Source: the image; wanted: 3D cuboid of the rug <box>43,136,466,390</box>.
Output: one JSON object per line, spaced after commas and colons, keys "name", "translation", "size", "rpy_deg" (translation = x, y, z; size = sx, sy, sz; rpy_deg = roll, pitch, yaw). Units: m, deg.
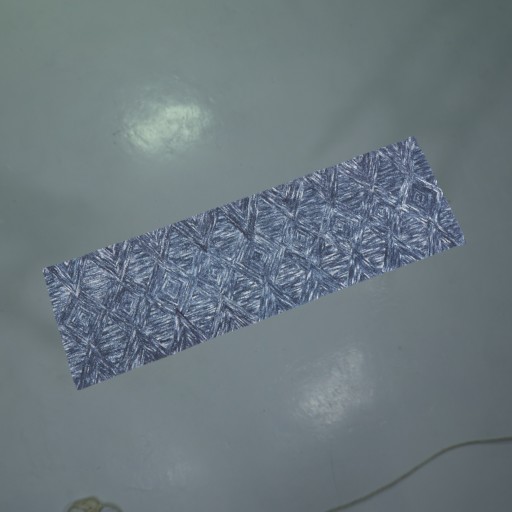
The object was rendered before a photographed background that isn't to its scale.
{"name": "rug", "translation": [0.000, 0.000, 2.506], "size": [2.306, 0.013, 0.719], "rpy_deg": [-20, 79, -4]}
